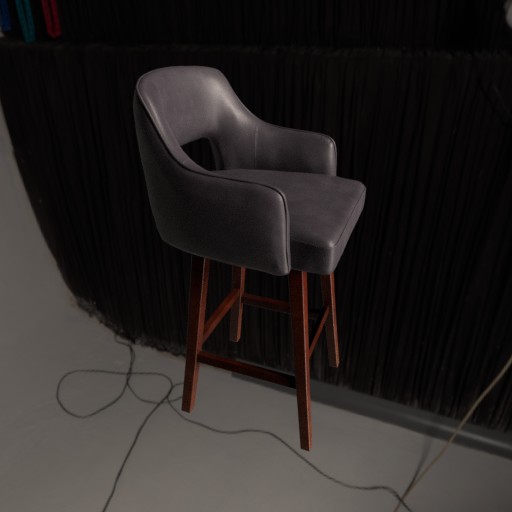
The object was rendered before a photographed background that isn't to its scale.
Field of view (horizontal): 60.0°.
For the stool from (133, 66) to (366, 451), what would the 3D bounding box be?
[{"bbox_3d":[0.000,0.000,1.350,0.560,1.041,0.550,10,30,19],"label":"stool"}]
